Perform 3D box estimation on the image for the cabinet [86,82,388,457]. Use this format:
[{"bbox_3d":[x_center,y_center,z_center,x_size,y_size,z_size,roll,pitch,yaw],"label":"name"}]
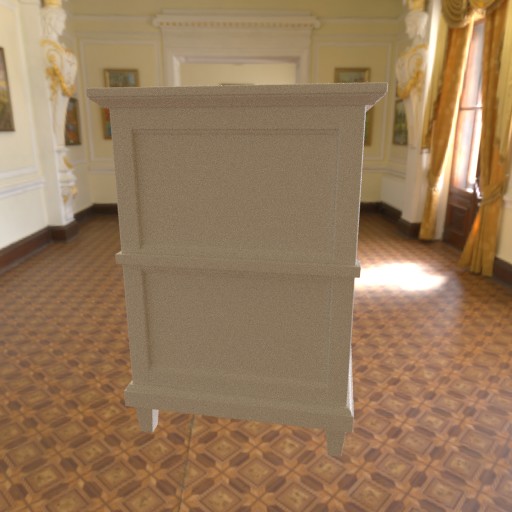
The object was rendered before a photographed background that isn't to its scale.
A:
[{"bbox_3d":[0.000,0.000,1.143,0.547,0.775,0.544,3,16,10],"label":"cabinet"}]
